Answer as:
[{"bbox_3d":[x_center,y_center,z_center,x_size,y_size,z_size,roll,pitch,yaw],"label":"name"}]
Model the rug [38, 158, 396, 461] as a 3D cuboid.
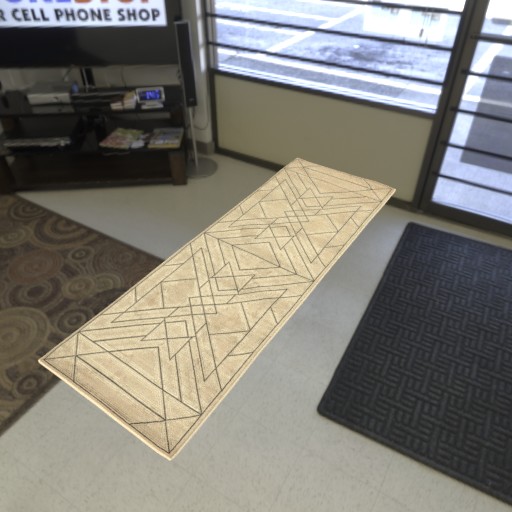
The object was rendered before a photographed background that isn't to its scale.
[{"bbox_3d":[0.000,0.000,2.622,0.831,0.036,2.381,24,46,25],"label":"rug"}]
